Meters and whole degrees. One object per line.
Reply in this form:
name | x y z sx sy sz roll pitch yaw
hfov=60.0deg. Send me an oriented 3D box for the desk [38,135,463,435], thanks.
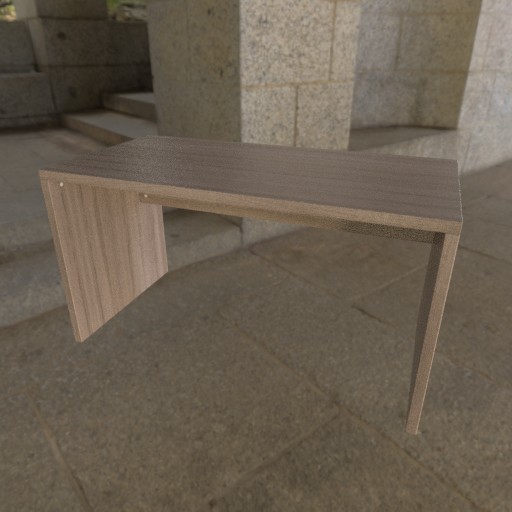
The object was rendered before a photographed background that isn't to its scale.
desk | 0.000 0.000 1.787 1.380 0.745 0.690 10 28 19
